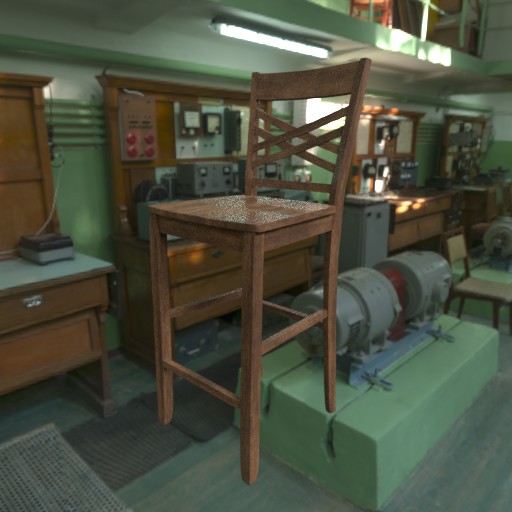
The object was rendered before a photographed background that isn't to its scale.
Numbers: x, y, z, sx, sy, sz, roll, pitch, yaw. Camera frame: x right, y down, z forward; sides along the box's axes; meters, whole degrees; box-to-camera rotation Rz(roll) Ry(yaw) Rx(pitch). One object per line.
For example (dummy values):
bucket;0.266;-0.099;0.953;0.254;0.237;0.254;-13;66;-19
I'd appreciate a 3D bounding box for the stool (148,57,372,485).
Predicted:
stool;0.000;0.000;1.328;0.433;1.105;0.487;13;20;41
